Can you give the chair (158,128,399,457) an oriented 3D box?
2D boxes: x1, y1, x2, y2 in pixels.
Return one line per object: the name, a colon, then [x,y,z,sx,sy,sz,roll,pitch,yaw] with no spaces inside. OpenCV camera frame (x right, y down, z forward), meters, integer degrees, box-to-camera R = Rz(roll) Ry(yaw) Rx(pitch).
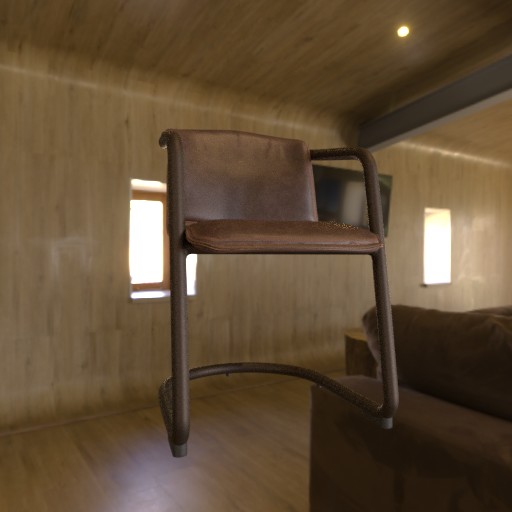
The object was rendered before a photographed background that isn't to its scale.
chair: [0.000,0.000,1.250,0.536,0.836,0.664,0,0,-18]
